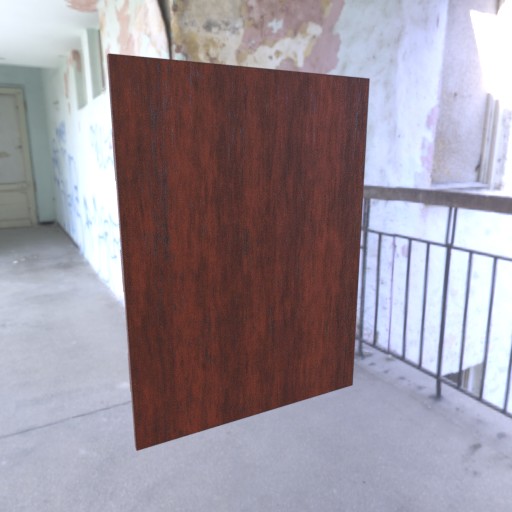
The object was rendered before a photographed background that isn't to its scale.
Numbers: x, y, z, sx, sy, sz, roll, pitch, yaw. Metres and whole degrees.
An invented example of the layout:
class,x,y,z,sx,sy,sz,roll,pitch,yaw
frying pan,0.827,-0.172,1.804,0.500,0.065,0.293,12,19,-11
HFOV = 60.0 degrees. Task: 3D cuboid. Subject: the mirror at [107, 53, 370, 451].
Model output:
class,x,y,z,sx,sy,sz,roll,pitch,yaw
mirror,0.000,0.000,1.019,0.600,0.805,0.021,-7,15,-27
